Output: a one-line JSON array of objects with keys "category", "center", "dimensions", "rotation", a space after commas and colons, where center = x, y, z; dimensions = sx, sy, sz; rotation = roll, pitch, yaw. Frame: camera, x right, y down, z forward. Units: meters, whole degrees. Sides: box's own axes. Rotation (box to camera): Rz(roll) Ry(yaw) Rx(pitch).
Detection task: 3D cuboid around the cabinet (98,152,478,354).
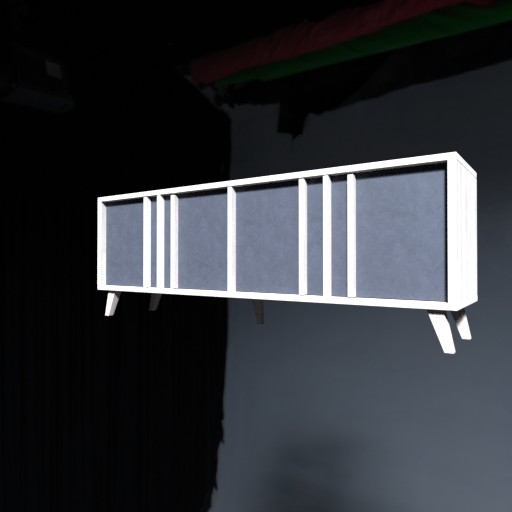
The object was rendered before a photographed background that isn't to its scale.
[{"category": "cabinet", "center": [0.000, 0.000, 2.513], "dimensions": [2.198, 0.779, 0.499], "rotation": [0, -1, 34]}]
